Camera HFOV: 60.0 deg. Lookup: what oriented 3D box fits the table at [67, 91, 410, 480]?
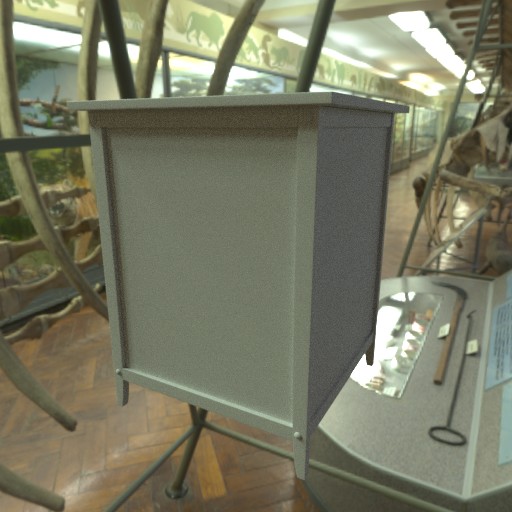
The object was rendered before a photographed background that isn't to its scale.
[{"bbox_3d":[0.000,0.000,0.743,0.381,0.483,0.381,9,19,28],"label":"table"}]
